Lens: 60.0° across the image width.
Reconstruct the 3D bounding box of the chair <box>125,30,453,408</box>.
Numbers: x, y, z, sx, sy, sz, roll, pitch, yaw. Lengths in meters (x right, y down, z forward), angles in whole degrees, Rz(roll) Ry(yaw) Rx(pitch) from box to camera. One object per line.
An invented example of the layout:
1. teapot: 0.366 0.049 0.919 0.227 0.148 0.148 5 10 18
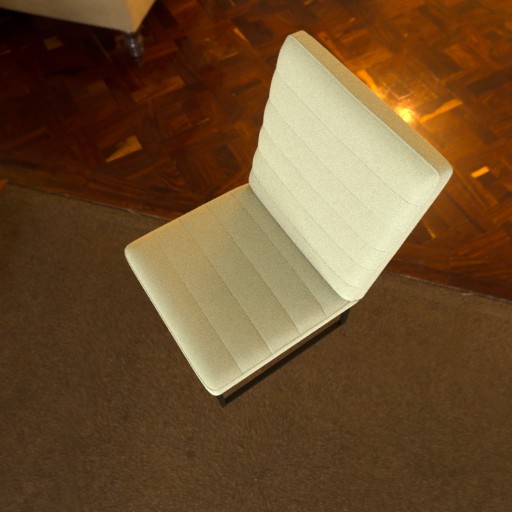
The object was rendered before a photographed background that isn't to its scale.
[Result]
1. chair: 0.000 0.000 1.288 0.634 0.930 0.520 -31 67 -15
